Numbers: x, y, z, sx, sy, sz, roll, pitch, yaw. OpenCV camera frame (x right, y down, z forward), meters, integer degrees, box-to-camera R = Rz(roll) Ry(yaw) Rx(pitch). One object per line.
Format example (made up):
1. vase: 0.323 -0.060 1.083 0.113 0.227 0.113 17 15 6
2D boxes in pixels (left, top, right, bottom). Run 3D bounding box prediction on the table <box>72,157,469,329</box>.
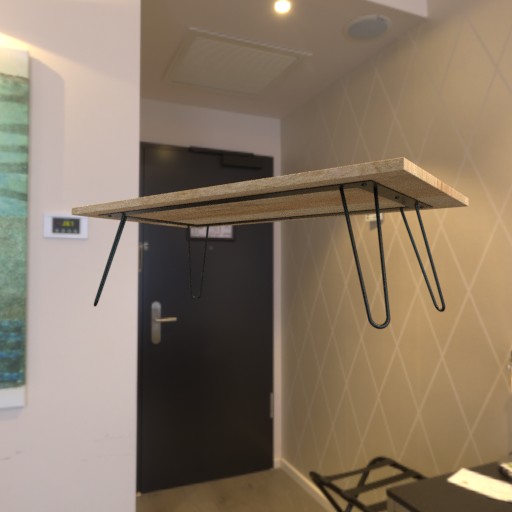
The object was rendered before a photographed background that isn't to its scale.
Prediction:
1. table: 0.000 0.000 1.676 1.348 0.400 0.699 -1 -3 36
